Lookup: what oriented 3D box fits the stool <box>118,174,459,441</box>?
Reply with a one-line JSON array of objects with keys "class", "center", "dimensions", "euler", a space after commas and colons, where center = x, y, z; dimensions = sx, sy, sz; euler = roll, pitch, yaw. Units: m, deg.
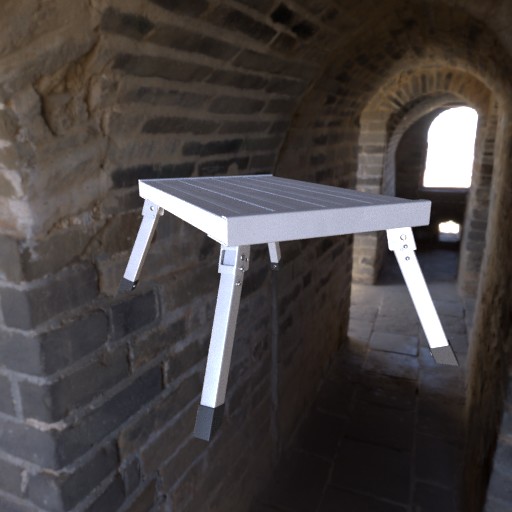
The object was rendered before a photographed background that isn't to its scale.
[{"class": "stool", "center": [0.000, 0.000, 0.735], "dimensions": [0.385, 0.225, 0.535], "euler": [-7, 17, -24]}]
